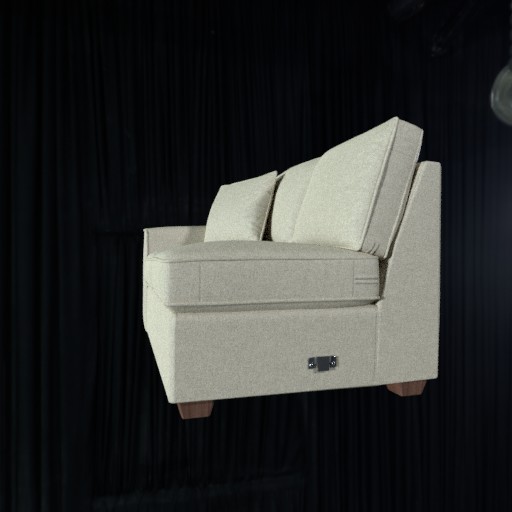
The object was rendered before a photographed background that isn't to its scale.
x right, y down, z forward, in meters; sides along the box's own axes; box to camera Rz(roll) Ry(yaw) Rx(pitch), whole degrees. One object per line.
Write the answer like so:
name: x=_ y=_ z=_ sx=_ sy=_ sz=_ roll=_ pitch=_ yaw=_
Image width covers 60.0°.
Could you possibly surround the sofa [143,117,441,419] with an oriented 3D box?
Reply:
sofa: x=0.000 y=0.000 z=2.077 sx=0.991 sy=0.989 sz=1.388 roll=0 pitch=1 yaw=-17
